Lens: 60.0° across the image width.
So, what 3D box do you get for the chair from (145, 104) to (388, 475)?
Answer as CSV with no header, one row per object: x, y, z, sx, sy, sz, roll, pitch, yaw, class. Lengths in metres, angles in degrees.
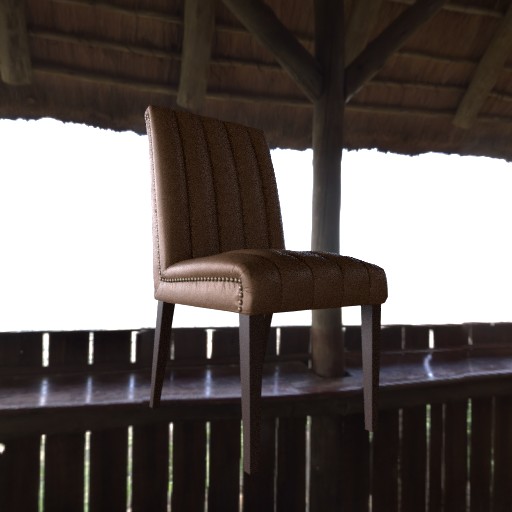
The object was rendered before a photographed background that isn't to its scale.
0.000,0.000,1.382,0.511,1.016,0.647,1,-1,-36,chair
